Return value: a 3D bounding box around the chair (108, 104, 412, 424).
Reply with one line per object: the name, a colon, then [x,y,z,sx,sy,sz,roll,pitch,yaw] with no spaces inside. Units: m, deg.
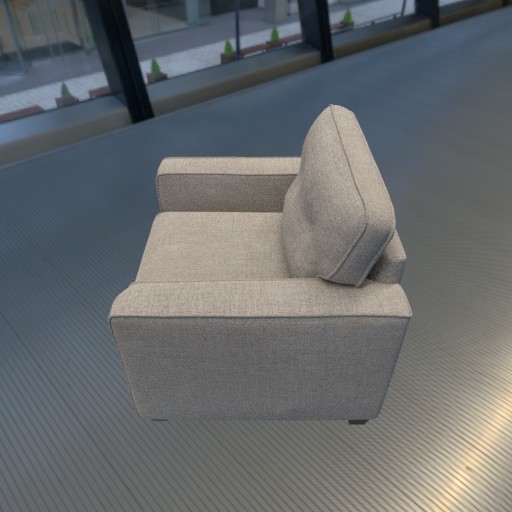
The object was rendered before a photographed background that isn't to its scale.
chair: [0.000,0.000,1.786,0.939,0.965,1.015,0,40,0]
